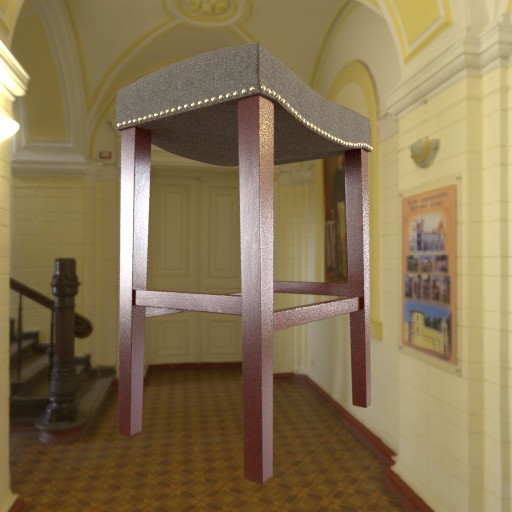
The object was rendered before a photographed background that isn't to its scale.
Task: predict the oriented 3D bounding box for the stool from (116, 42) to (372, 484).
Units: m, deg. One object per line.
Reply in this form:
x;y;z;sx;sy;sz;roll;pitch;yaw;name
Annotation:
0.000;0.000;1.014;0.372;0.742;0.504;0;0;35;stool
